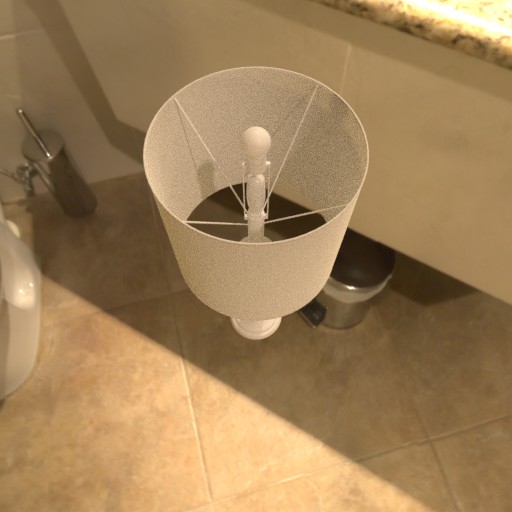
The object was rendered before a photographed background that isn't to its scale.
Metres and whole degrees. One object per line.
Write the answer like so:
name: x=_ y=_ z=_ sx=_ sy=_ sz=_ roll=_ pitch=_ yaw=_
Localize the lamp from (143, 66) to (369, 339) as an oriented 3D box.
lamp: x=0.000 y=0.000 z=0.741 sx=0.250 sy=0.597 sz=0.250 roll=35 pitch=69 yaw=16
